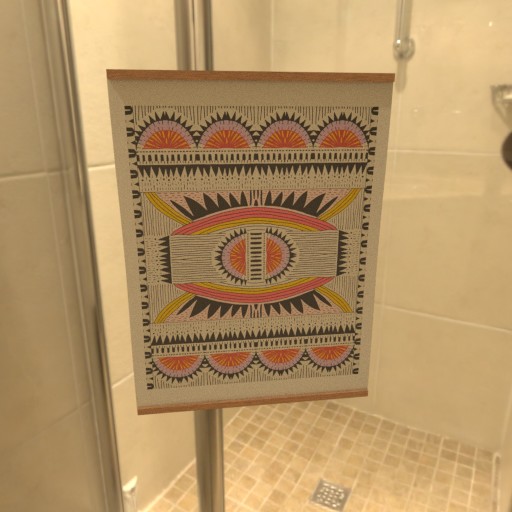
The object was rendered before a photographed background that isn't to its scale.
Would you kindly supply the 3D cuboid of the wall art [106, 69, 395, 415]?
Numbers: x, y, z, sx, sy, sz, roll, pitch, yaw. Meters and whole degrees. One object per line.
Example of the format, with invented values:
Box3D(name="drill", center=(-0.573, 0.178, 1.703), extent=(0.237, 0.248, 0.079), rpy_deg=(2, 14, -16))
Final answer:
Box3D(name="wall art", center=(0.000, 0.000, 1.317), extent=(0.765, 1.016, 0.028), rpy_deg=(-2, 17, -7))
